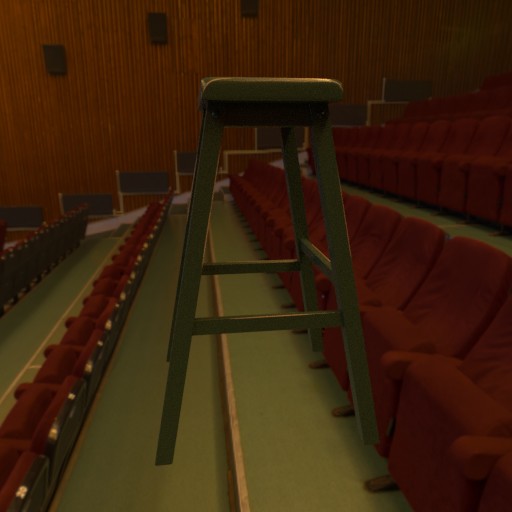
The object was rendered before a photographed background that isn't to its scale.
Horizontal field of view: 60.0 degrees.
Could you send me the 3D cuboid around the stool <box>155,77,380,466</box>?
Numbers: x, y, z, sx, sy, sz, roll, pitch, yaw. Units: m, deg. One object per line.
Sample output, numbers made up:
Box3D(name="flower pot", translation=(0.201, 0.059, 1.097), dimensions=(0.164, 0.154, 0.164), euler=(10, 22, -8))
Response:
Box3D(name="stool", translation=(0.000, 0.000, 1.045), dimensions=(0.476, 0.737, 0.457), euler=(-2, 16, -8))
